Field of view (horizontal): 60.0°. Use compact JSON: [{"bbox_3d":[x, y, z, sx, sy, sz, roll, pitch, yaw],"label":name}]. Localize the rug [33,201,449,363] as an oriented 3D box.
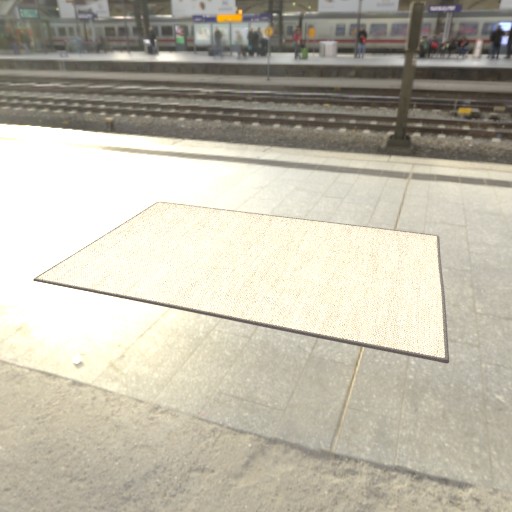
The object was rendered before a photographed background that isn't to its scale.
[{"bbox_3d":[0.000,0.000,2.115,1.676,0.013,1.067,9,28,17],"label":"rug"}]
